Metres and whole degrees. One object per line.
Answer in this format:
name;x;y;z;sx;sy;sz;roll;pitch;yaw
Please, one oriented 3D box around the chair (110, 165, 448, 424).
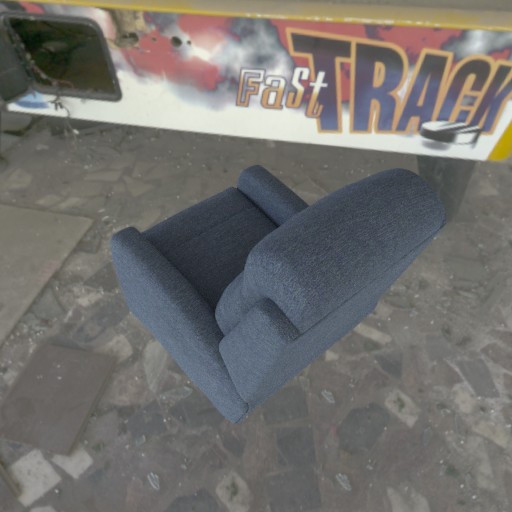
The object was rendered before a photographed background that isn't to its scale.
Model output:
chair;0.000;0.000;1.679;0.798;1.013;1.043;-32;54;-27
